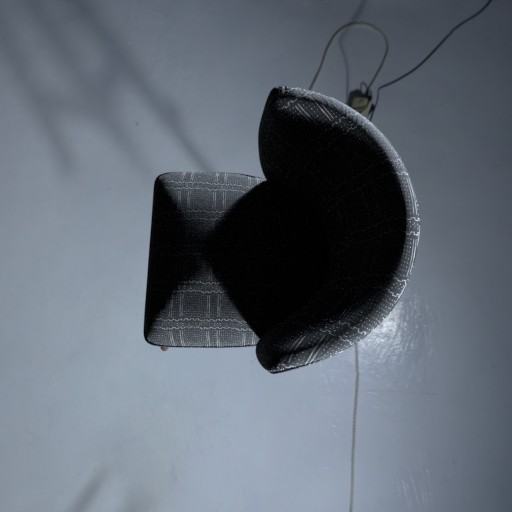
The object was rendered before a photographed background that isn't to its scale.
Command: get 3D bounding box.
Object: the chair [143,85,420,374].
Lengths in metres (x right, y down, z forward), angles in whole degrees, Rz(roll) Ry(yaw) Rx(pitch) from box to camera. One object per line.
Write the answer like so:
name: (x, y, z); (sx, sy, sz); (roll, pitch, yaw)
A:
chair: (0.000, 0.000, 1.428); (0.758, 0.866, 0.710); (1, 77, 0)
